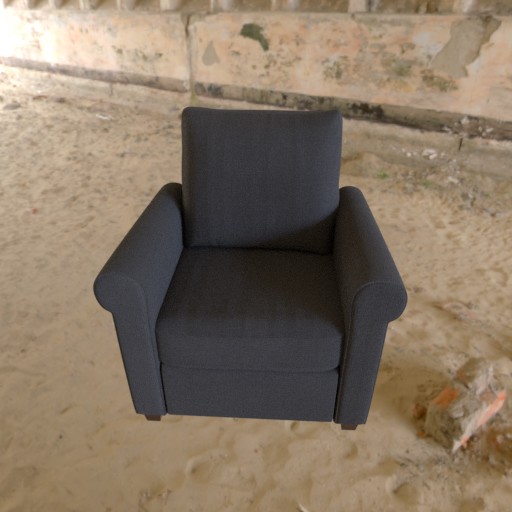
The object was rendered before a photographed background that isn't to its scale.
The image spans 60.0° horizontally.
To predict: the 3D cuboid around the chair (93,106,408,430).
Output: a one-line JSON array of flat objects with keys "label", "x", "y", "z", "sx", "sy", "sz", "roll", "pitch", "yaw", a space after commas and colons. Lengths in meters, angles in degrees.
[{"label": "chair", "x": 0.000, "y": 0.000, "z": 1.620, "sx": 0.867, "sy": 0.942, "sz": 0.828, "roll": 2, "pitch": 30, "yaw": 3}]
